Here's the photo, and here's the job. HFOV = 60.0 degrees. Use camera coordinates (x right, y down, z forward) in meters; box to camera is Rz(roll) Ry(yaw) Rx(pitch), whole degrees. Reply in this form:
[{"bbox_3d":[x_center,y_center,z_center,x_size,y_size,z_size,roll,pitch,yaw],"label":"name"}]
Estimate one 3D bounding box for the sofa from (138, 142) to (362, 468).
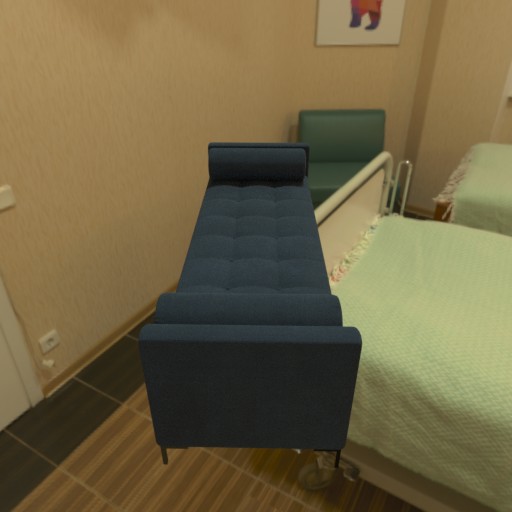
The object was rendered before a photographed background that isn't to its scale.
[{"bbox_3d":[0.000,0.000,2.323,0.686,0.635,1.981,1,31,1],"label":"sofa"}]
